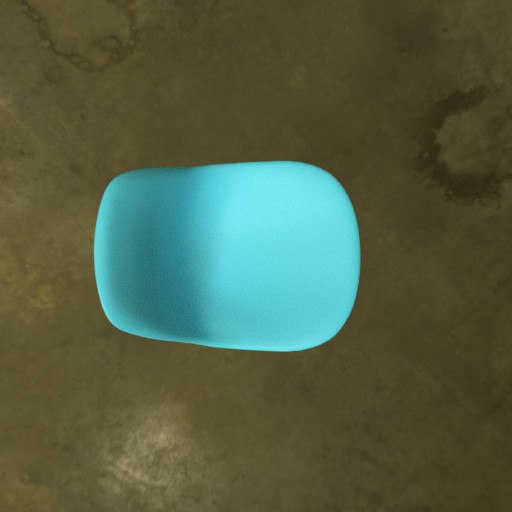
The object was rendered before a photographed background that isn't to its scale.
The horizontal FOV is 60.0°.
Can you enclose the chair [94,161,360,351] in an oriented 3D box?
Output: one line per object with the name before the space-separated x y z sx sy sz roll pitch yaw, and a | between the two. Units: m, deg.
chair | 0.000 0.000 1.129 0.531 0.826 0.470 0 89 -1
